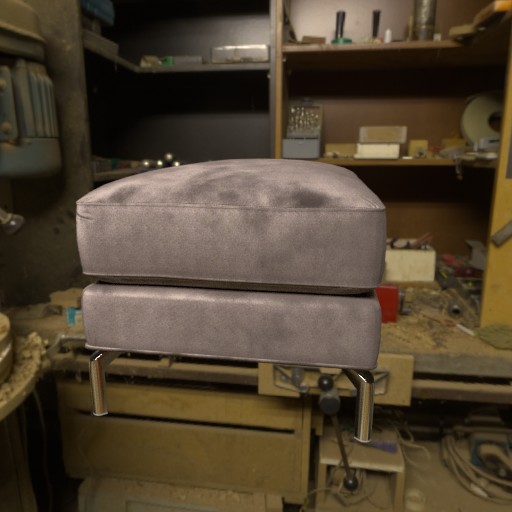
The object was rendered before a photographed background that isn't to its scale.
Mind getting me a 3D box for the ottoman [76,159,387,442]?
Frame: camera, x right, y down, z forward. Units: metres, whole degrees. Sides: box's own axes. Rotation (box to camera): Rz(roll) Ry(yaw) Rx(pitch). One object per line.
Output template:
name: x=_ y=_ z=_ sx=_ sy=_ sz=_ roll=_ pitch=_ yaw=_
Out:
ottoman: x=0.000 y=0.000 z=1.067 sx=0.520 sy=0.456 sz=0.719 roll=2 pitch=14 yaw=9
